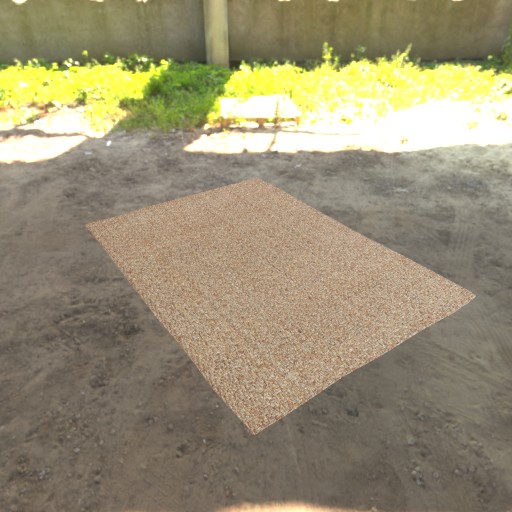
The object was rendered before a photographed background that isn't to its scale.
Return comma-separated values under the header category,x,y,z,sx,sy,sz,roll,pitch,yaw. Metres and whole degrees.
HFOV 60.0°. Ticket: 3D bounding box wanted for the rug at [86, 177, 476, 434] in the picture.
category,x,y,z,sx,sy,sz,roll,pitch,yaw
rug,0.000,0.000,2.829,1.566,0.013,2.141,-21,37,-30
